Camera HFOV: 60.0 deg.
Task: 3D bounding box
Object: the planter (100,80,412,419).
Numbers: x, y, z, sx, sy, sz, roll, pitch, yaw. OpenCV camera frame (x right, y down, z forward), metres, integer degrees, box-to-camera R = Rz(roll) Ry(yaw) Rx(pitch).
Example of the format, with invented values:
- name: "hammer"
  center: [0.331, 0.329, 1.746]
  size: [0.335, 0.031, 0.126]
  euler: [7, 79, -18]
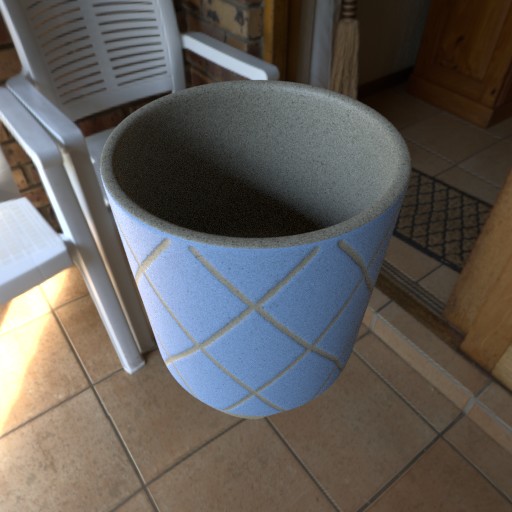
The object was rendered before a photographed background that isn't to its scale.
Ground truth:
- name: "planter"
  center: [0.000, 0.000, 0.348]
  size: [0.191, 0.200, 0.191]
  euler: [0, 45, 0]
